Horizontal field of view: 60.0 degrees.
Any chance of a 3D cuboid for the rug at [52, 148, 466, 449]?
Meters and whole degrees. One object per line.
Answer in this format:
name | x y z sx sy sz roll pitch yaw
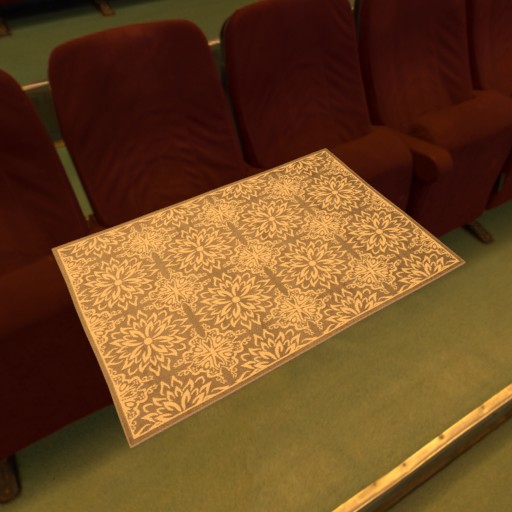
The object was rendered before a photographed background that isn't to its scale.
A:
rug | 0.000 0.000 2.363 1.847 0.012 1.224 -24 52 -20
